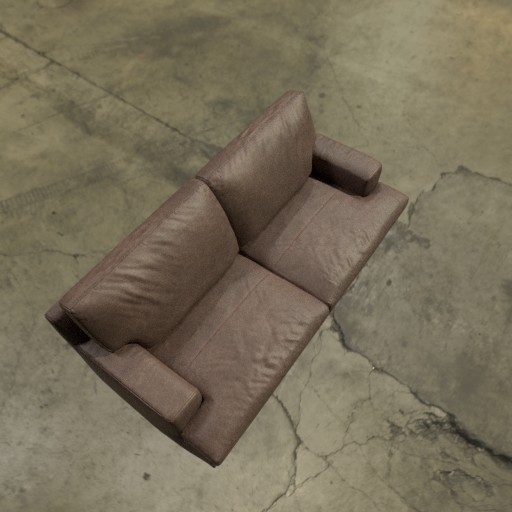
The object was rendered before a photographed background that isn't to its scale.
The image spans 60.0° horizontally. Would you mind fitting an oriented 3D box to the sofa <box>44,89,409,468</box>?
[{"bbox_3d":[0.000,0.000,2.815,1.143,0.941,2.261,32,63,18],"label":"sofa"}]
